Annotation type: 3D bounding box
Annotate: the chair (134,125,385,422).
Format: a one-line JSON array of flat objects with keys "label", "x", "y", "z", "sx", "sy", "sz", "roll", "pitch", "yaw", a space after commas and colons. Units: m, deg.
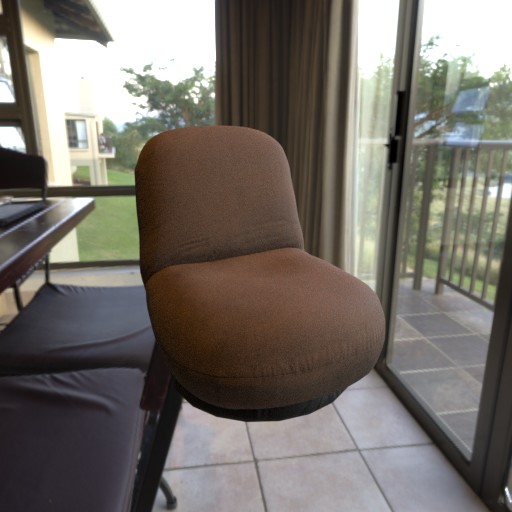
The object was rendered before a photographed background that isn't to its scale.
[{"label": "chair", "x": 0.000, "y": 0.000, "z": 1.050, "sx": 0.521, "sy": 0.594, "sz": 0.597, "roll": -8, "pitch": 18, "yaw": -27}]
